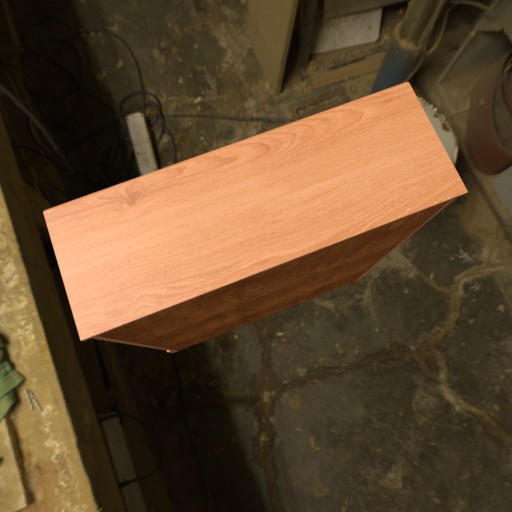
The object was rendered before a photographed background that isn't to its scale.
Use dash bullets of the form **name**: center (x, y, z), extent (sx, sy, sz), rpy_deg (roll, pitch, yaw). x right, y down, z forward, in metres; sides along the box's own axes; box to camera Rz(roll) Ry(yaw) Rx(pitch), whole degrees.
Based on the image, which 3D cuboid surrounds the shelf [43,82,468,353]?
- **shelf**: center (0.000, 0.000, 1.400), extent (0.840, 0.980, 0.291), rpy_deg (-21, 77, -5)
